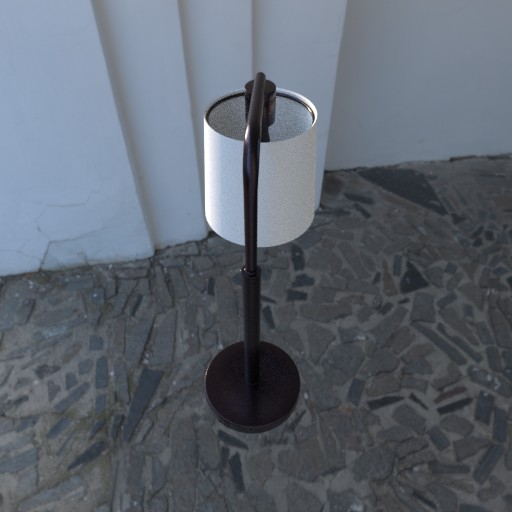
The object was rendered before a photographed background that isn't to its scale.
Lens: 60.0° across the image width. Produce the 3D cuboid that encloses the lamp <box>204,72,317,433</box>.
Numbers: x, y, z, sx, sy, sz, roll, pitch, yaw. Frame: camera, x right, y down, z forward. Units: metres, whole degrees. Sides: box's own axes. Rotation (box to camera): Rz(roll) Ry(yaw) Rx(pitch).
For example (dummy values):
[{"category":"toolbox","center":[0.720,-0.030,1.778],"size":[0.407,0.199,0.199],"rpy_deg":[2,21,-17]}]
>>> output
[{"category":"lamp","center":[0.000,0.000,0.661],"size":[0.171,0.489,0.333],"rpy_deg":[3,45,3]}]
